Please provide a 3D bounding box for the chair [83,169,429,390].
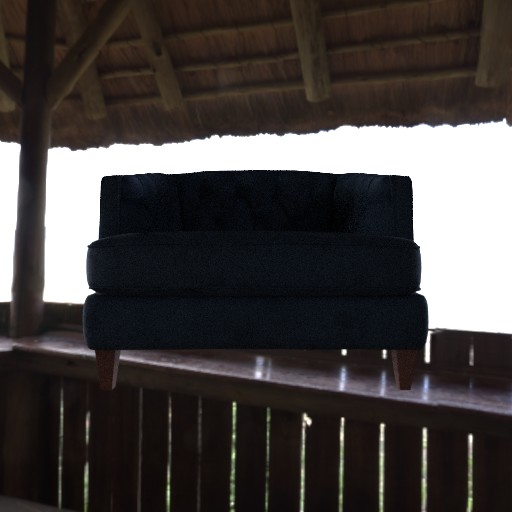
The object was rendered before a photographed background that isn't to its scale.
[{"bbox_3d":[0.000,0.000,1.771,1.094,0.852,0.940,0,0,0],"label":"chair"}]
